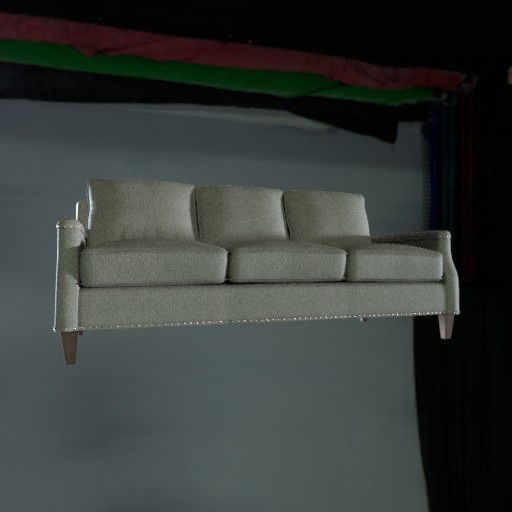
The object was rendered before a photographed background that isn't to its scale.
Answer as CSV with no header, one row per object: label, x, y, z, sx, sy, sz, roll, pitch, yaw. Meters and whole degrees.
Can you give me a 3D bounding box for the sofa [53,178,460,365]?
sofa,0.000,0.000,2.794,2.246,1.003,1.084,0,-1,-19
